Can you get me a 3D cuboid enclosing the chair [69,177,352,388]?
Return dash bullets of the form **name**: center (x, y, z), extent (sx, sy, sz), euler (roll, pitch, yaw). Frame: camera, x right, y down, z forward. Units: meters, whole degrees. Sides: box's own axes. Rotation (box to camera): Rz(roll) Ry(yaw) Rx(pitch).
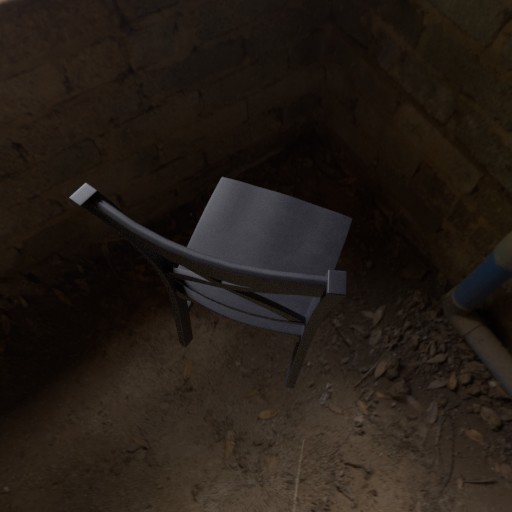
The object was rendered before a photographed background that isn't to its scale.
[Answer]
- **chair**: center (0.000, 0.000, 1.248), extent (0.485, 0.983, 0.542), euler (19, 64, 10)
